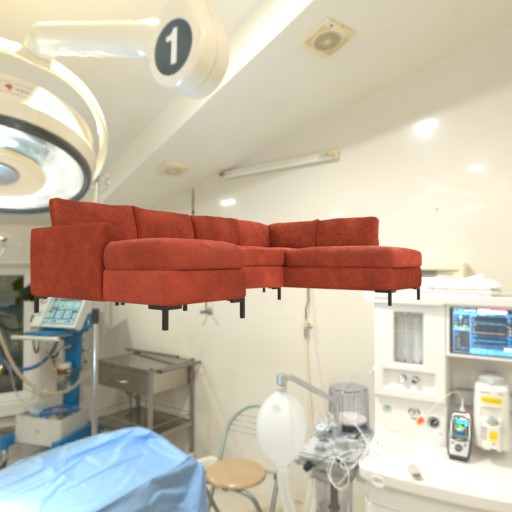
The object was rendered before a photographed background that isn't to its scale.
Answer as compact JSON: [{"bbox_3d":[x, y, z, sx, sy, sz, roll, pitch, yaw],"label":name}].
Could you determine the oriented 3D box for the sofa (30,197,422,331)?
[{"bbox_3d":[0.000,0.000,3.846,1.981,0.858,2.971,-1,-1,37],"label":"sofa"}]
